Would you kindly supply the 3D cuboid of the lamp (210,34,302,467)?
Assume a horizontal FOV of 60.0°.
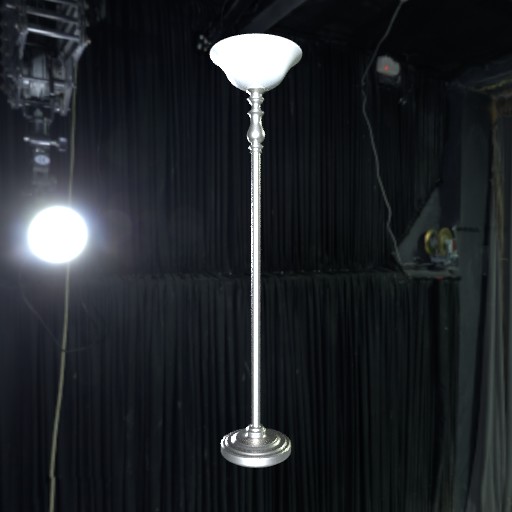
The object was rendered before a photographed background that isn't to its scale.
[{"bbox_3d":[0.000,0.000,1.980,0.405,1.771,0.405,-1,2,-36],"label":"lamp"}]
